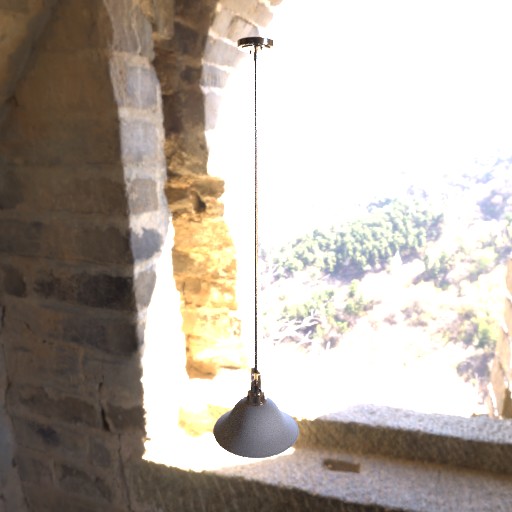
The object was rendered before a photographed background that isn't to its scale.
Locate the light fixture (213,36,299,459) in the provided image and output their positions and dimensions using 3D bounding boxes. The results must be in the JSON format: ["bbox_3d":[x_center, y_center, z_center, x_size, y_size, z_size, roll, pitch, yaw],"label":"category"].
[{"bbox_3d":[0.000,0.000,1.517,0.324,1.354,0.324,-7,15,-26],"label":"light fixture"}]
